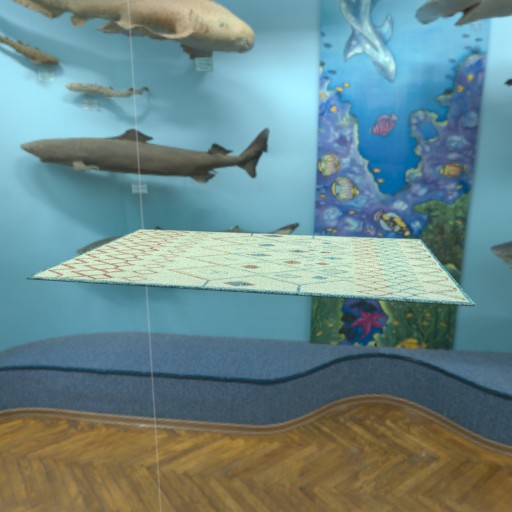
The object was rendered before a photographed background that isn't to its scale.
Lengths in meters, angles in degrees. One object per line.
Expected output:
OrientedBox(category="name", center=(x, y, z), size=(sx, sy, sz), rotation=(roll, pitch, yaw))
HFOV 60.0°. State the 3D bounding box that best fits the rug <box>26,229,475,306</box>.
OrientedBox(category="rug", center=(0.000, 0.000, 3.081), size=(2.438, 0.015, 1.524), rotation=(3, 14, 10))
